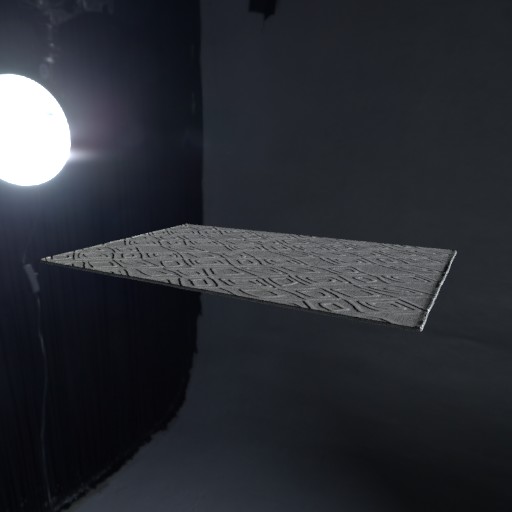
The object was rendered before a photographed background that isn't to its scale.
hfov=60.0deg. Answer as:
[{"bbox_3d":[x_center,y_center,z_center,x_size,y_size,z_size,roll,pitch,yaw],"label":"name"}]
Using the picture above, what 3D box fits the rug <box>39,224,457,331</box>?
[{"bbox_3d":[0.000,0.000,2.317,1.832,0.016,1.224,7,16,28],"label":"rug"}]
